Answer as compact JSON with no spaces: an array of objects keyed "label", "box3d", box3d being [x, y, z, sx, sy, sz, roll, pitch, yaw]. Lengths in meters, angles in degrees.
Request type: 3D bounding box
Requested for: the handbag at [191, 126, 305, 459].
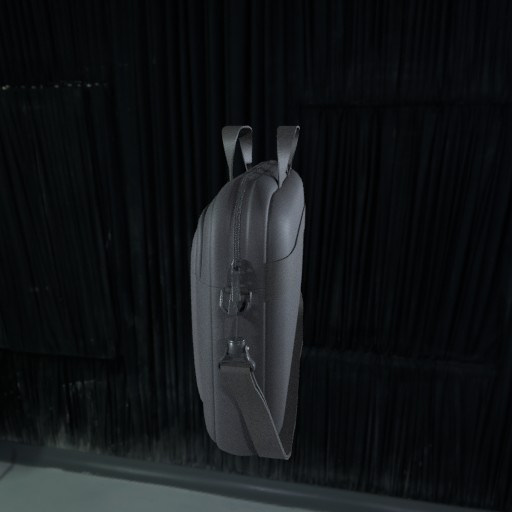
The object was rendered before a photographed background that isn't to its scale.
[{"label":"handbag","box3d":[0.000,0.000,0.587,0.126,0.330,0.429,2,17,8]}]
